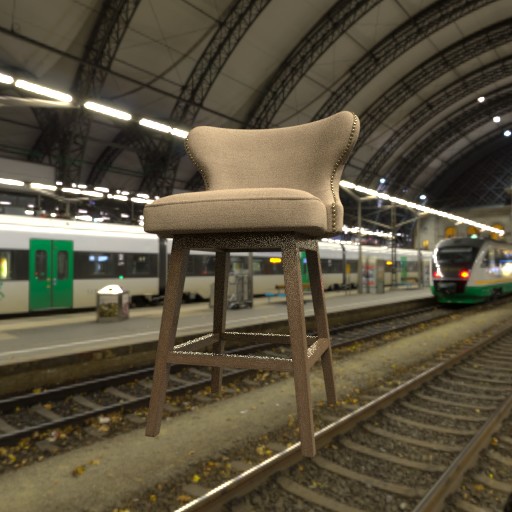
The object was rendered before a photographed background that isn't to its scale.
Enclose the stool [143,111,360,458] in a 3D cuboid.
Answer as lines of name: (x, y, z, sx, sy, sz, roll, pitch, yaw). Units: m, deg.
stool: (0.000, 0.000, 1.377, 0.615, 0.972, 0.597, 0, -2, 18)
